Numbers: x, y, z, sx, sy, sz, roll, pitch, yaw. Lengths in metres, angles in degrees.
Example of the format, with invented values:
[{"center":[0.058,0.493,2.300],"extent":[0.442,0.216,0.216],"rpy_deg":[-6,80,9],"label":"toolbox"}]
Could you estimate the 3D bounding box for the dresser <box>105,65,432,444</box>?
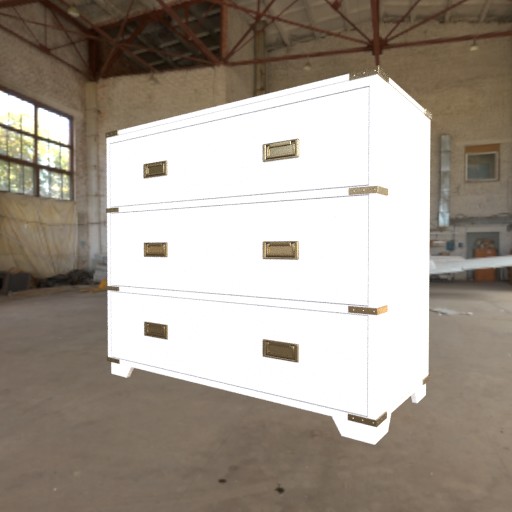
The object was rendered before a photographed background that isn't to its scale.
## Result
[{"center":[0.000,0.000,1.505],"extent":[1.022,0.891,0.460],"rpy_deg":[1,1,36],"label":"dresser"}]
